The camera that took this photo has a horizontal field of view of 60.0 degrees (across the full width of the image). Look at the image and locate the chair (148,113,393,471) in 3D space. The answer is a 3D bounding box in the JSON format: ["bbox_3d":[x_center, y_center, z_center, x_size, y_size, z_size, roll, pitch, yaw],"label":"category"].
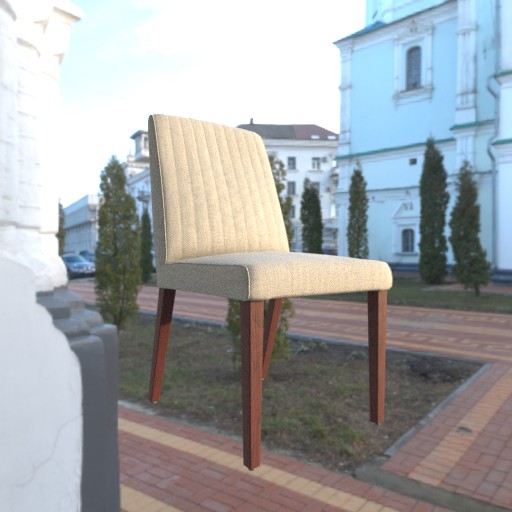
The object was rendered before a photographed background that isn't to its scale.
[{"bbox_3d":[0.000,0.000,1.277,0.480,0.900,0.594,0,1,-36],"label":"chair"}]
